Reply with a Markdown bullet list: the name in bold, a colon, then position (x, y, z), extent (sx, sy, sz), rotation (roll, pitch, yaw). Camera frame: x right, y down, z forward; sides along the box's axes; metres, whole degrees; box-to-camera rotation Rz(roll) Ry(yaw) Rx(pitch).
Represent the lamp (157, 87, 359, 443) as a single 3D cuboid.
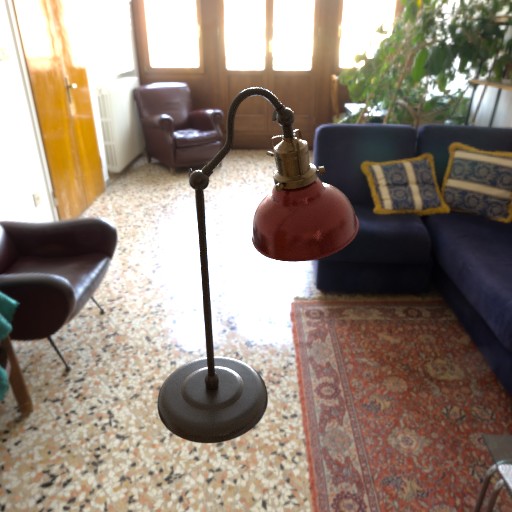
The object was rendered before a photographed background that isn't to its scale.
- **lamp**: position (0.000, 0.000, 0.711), extent (0.374, 0.508, 0.192), rotation (-17, 31, -30)
